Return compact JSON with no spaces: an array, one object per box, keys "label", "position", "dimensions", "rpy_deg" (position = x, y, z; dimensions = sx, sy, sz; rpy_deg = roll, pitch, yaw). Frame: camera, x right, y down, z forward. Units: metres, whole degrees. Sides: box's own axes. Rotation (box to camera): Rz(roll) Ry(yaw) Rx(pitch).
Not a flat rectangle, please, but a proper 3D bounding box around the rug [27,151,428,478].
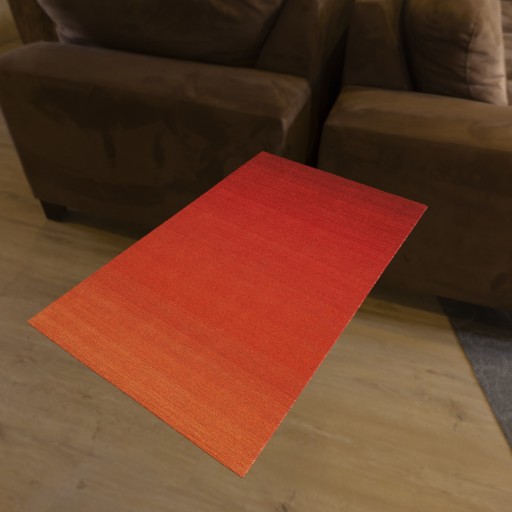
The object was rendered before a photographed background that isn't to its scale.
[{"label":"rug","position":[0.000,0.000,2.978],"dimensions":[1.531,0.010,2.442],"rpy_deg":[24,47,25]}]
